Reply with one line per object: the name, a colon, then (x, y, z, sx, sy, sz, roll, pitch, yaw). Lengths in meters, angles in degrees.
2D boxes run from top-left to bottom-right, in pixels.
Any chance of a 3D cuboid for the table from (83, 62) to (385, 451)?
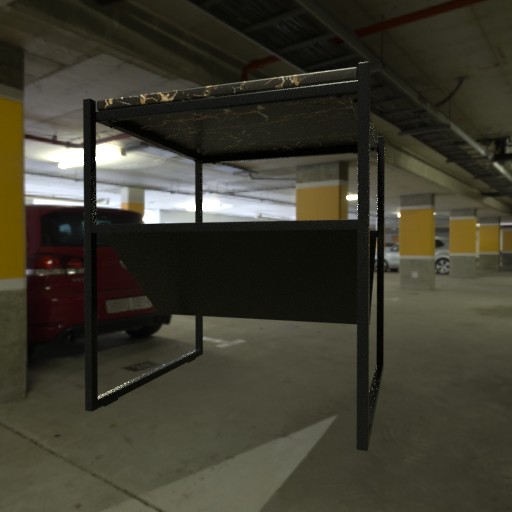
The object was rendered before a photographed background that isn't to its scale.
table: (0.000, 0.000, 0.879, 0.469, 0.534, 0.432, 0, 1, 19)
